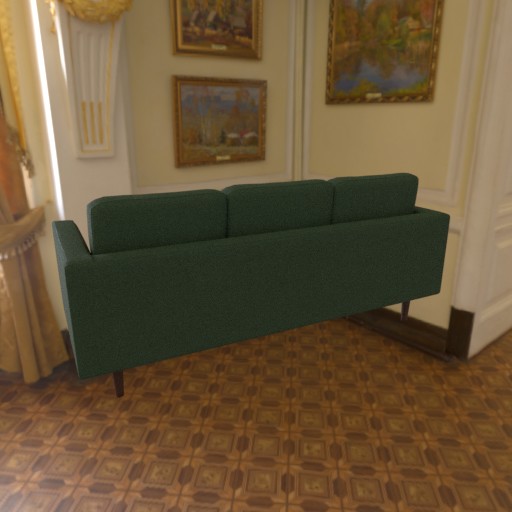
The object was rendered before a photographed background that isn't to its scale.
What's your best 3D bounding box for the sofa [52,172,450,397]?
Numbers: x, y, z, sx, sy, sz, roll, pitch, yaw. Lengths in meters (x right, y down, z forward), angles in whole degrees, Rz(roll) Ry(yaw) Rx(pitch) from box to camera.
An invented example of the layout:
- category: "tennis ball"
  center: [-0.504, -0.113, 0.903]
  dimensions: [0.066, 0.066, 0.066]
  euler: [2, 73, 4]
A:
- category: "sofa"
  center: [0.000, 0.000, 2.510]
  dimensions: [2.029, 0.899, 0.879]
  euler: [-9, 20, -25]
